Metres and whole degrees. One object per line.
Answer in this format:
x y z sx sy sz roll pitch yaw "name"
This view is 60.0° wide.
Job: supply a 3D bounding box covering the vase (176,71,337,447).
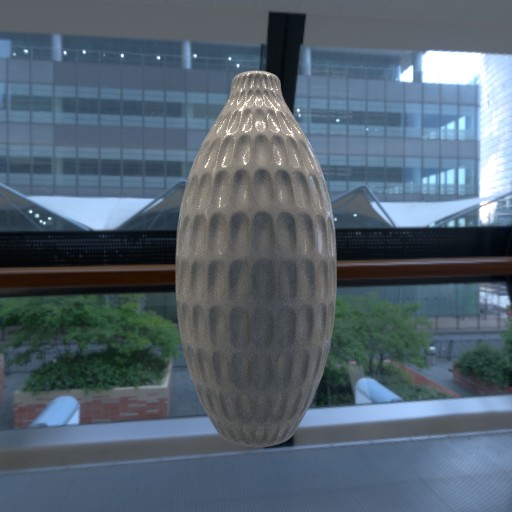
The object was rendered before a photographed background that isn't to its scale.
0.000 0.000 0.355 0.127 0.282 0.127 0 0 0 "vase"
